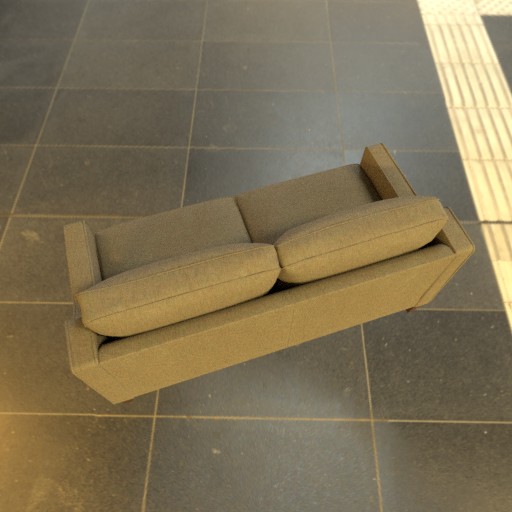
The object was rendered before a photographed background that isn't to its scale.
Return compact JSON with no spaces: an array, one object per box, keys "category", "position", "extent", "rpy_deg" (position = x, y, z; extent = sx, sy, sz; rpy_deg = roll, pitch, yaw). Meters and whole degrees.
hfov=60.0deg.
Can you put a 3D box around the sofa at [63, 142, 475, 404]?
[{"category":"sofa","position":[0.000,0.000,2.800],"extent":[2.181,1.074,1.073],"rpy_deg":[-16,61,-9]}]
